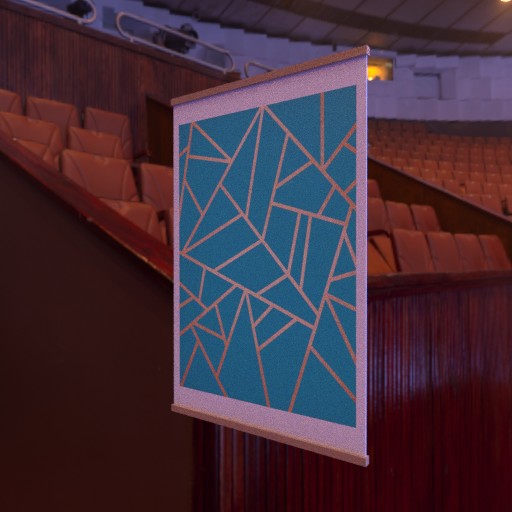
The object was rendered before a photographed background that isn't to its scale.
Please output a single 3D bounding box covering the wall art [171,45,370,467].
[{"bbox_3d":[0.000,0.000,1.892,0.990,1.519,0.030,0,1,35],"label":"wall art"}]
